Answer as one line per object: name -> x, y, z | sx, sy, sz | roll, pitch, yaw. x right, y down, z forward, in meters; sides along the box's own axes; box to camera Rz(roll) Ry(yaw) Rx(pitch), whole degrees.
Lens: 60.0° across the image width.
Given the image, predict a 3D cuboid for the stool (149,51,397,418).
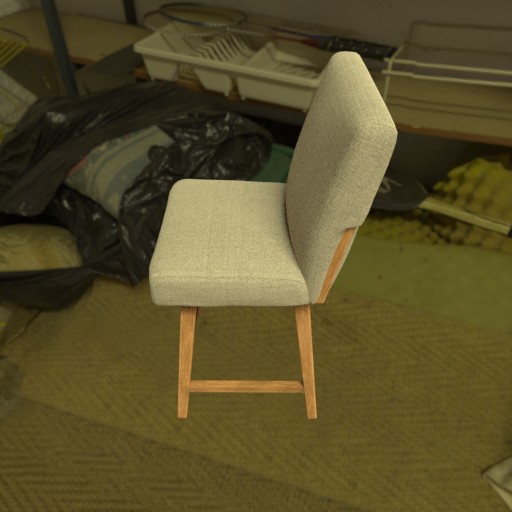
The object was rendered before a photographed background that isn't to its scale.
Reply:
stool -> 0.000, 0.000, 1.280 | 0.526, 1.010, 0.459 | 0, 42, 0
